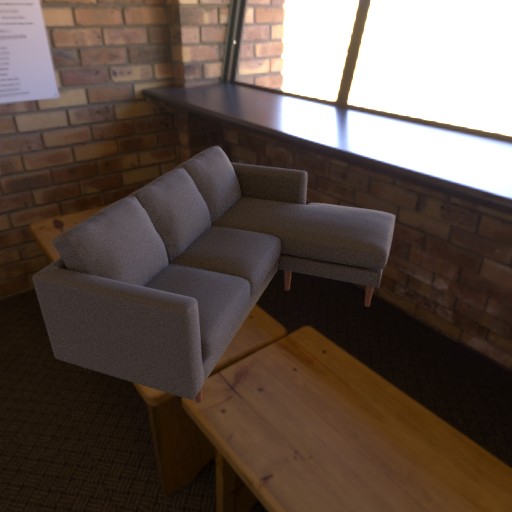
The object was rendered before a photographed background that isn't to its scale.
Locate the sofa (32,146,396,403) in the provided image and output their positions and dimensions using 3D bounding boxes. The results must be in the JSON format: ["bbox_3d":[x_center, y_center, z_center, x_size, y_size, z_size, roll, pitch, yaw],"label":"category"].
[{"bbox_3d":[0.000,0.000,2.856,1.591,0.897,2.031,10,31,18],"label":"sofa"}]
